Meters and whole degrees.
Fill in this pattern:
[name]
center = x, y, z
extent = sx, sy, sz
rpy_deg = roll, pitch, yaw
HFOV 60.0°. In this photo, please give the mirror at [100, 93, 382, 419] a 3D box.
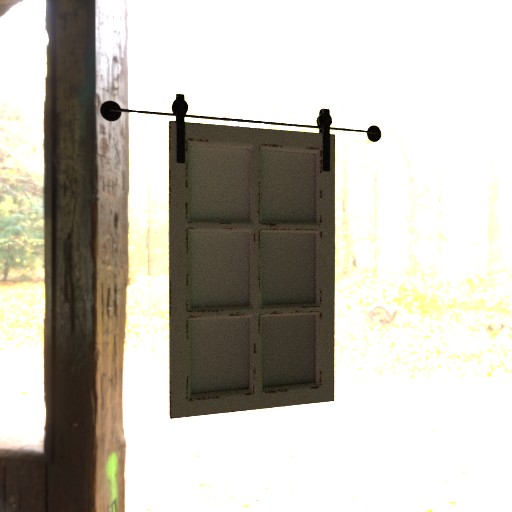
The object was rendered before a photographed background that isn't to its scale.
[mirror]
center = 0.000, 0.000, 1.218
extent = 0.808, 0.844, 0.037
rpy_deg = 0, 1, -17
